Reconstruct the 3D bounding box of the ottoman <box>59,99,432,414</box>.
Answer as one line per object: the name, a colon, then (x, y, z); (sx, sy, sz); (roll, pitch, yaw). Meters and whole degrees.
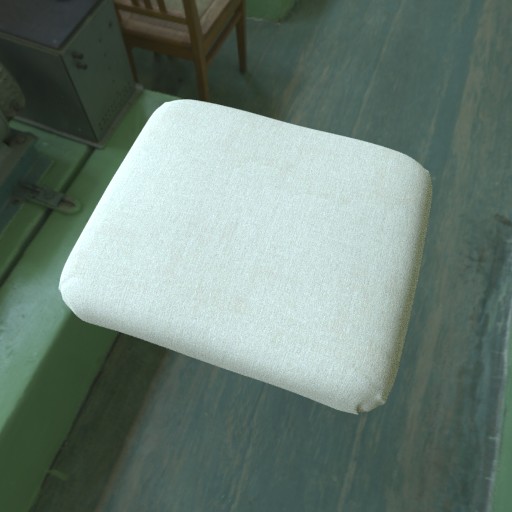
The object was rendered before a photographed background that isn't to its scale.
ottoman: (0.000, 0.000, 1.133); (0.747, 0.450, 0.622); (17, 65, 8)
